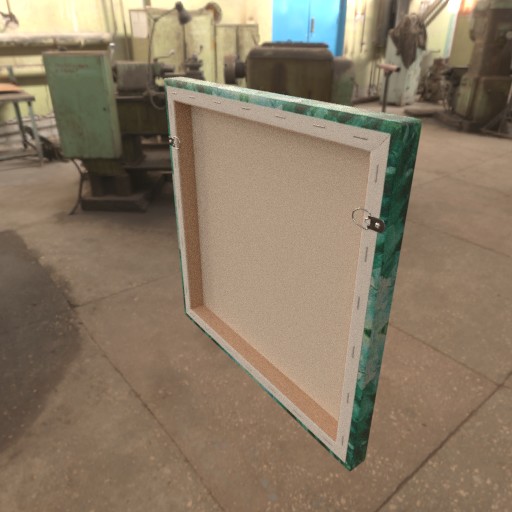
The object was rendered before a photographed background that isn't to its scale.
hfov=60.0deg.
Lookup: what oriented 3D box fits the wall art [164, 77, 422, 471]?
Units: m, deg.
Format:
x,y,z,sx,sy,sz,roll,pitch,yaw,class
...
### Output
x,y,z,sx,sy,sz,roll,pitch,yaw,class
0.000,0.000,0.729,0.038,0.508,0.507,-19,33,-32,wall art
